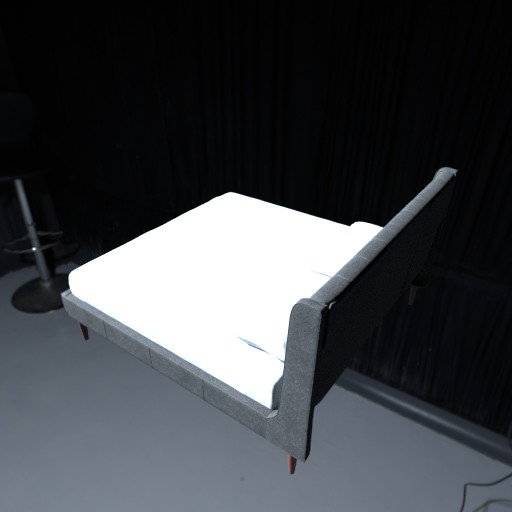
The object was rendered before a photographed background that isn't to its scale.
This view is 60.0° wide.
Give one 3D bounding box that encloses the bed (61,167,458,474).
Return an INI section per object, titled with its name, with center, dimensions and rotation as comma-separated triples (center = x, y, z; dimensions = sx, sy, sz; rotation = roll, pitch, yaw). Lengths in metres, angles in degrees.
[bed]
center = 0.000, 0.000, 2.527
dimensions = 1.638, 0.933, 1.531
rotation = 21, 37, 30
